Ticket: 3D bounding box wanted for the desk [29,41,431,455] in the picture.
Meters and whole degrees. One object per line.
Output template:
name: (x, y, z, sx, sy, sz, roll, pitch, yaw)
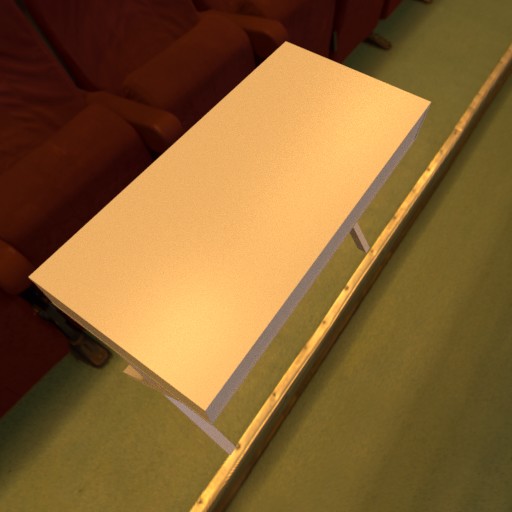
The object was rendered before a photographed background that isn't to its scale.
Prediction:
desk: (0.000, 0.000, 1.475, 0.509, 0.780, 1.059, 31, 64, 17)
